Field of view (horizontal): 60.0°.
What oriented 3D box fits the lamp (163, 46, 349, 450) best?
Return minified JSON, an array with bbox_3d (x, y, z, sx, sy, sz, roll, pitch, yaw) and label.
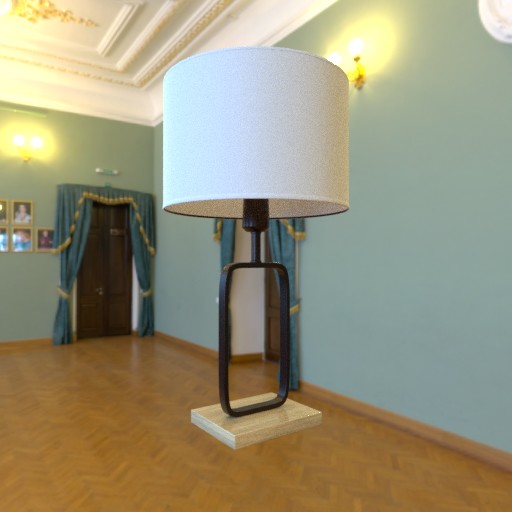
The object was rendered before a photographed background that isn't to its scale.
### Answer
[{"bbox_3d":[0.000,0.000,0.675,0.279,0.508,0.279,0,-1,-35],"label":"lamp"}]
